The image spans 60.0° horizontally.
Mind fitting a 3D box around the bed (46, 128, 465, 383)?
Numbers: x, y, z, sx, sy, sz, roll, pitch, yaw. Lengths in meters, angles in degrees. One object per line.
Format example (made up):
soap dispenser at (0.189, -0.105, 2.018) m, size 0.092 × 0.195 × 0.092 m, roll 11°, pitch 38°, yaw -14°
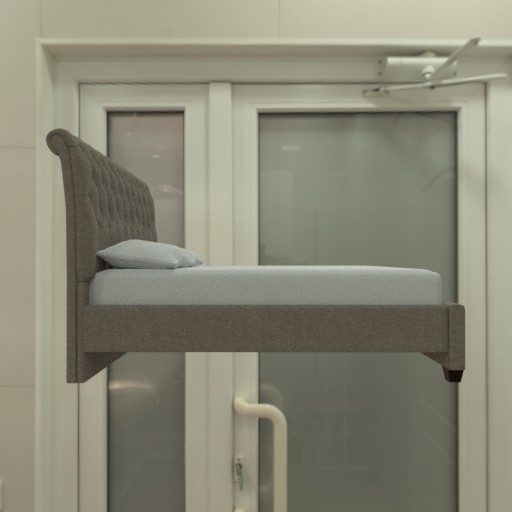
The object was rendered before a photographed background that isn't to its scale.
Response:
bed at (0.000, 0.000, 3.183) m, size 2.252 × 1.371 × 1.645 m, roll 0°, pitch 0°, yaw 0°
